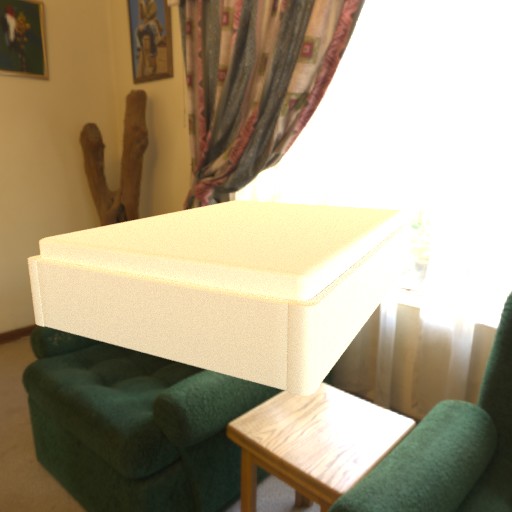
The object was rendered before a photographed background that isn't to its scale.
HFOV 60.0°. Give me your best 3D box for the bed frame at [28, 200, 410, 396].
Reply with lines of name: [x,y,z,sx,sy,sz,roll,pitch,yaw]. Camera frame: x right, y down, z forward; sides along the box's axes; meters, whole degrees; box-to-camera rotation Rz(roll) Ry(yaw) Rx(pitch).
bed frame: [0.000,0.000,2.548,1.400,0.406,1.900,7,15,27]
